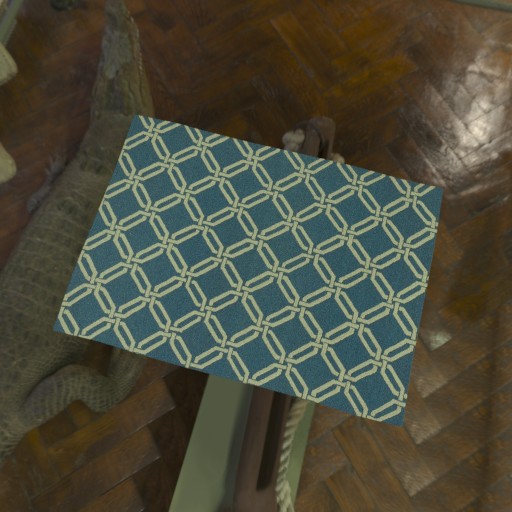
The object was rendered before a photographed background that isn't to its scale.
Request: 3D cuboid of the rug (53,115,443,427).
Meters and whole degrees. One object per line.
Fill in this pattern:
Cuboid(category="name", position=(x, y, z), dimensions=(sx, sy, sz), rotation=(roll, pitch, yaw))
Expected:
Cuboid(category="rug", position=(0.000, 0.000, 2.767), dimensions=(2.135, 0.013, 1.524), rotation=(14, 76, 4))
